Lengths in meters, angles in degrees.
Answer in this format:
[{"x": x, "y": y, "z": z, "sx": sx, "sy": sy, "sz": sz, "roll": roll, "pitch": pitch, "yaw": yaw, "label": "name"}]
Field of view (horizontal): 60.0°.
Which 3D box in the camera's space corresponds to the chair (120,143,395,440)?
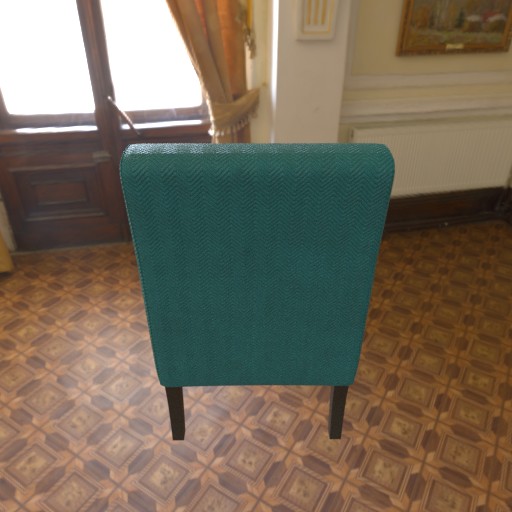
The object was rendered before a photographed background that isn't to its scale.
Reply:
[{"x": 0.000, "y": 0.000, "z": 1.446, "sx": 0.579, "sy": 0.927, "sz": 0.808, "roll": 0, "pitch": 31, "yaw": 0, "label": "chair"}]
